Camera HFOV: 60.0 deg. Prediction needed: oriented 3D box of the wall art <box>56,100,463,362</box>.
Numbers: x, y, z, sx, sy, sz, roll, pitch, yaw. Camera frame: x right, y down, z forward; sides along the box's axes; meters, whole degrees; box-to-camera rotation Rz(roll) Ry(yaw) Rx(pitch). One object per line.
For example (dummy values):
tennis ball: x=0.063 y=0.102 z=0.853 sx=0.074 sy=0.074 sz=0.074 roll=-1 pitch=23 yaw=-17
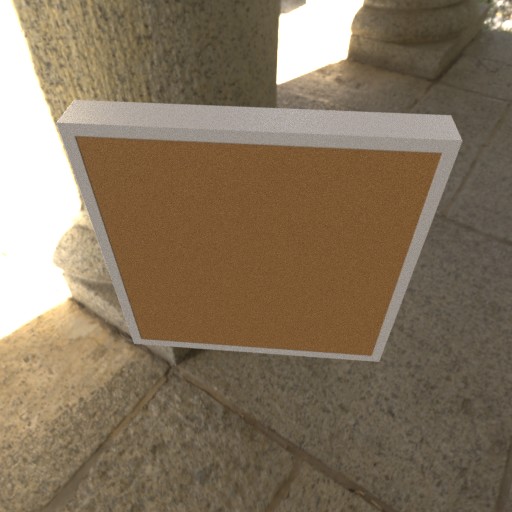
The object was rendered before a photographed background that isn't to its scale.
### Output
wall art: x=0.000 y=0.000 z=0.453 sx=0.305 sy=0.305 sz=0.038 roll=3 pitch=46 yaw=3
